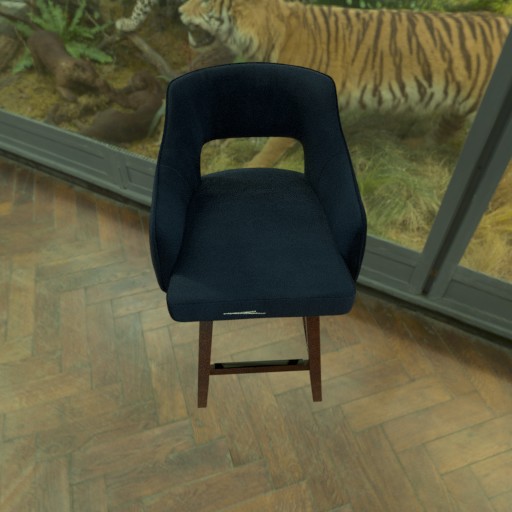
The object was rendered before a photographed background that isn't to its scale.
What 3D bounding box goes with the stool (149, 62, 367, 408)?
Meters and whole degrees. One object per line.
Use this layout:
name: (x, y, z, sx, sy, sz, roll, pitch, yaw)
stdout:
stool: (0.000, 0.000, 1.339, 0.550, 0.940, 0.560, -2, 47, -2)
